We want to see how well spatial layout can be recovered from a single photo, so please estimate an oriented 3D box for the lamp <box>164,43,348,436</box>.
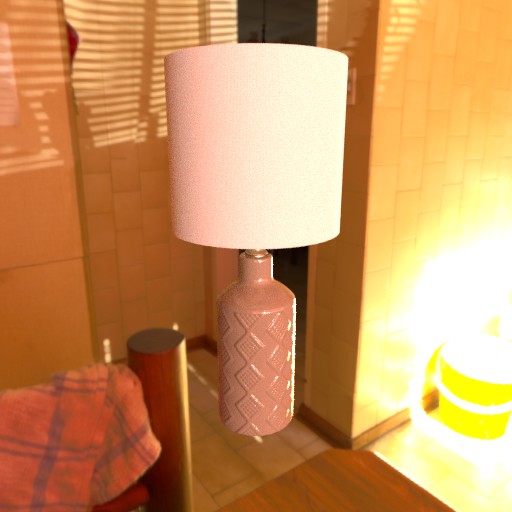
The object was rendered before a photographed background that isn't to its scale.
[{"bbox_3d":[0.000,0.000,0.566,0.207,0.461,0.207,7,17,23],"label":"lamp"}]
